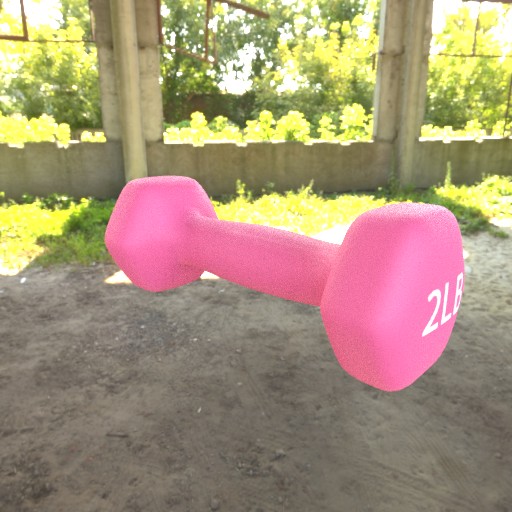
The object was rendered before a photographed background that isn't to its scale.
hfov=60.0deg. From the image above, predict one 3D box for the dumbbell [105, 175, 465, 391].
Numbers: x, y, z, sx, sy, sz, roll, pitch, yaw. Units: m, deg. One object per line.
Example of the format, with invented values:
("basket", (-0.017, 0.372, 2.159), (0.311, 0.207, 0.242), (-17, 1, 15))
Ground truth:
("dumbbell", (0.000, 0.000, 0.172), (0.146, 0.053, 0.058), (15, 22, 42))
